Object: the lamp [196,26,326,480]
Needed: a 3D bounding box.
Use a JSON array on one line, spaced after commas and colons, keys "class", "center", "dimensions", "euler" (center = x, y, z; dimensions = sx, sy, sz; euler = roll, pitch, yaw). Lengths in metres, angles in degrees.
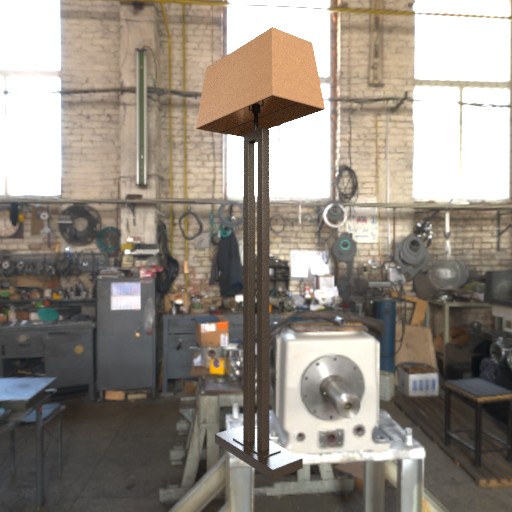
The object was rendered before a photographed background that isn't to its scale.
[{"class": "lamp", "center": [0.000, 0.000, 1.626], "dimensions": [0.233, 1.469, 0.475], "euler": [-1, 1, -37]}]
